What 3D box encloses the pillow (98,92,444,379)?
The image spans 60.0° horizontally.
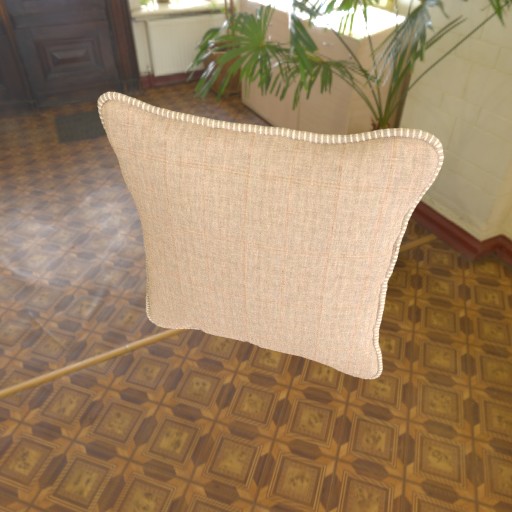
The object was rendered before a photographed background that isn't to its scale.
[{"bbox_3d":[0.000,0.000,0.734,0.485,0.494,0.124,11,41,13],"label":"pillow"}]
